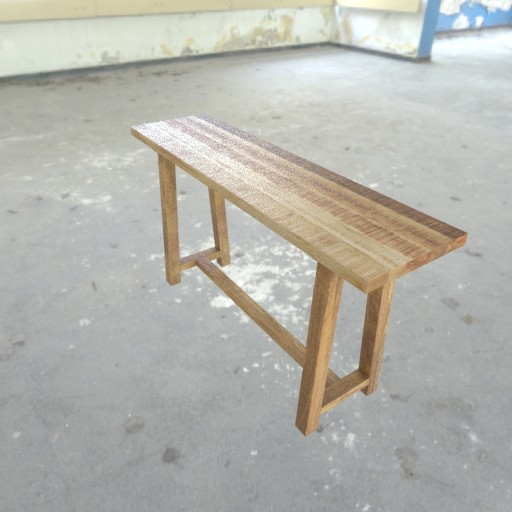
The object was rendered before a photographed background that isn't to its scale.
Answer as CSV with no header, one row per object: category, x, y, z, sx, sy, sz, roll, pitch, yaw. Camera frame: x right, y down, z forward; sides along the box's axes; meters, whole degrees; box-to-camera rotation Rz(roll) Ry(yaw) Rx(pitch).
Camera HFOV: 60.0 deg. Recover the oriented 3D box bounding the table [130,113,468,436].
table,0.000,0.000,1.902,0.405,0.810,1.524,-21,38,-29
